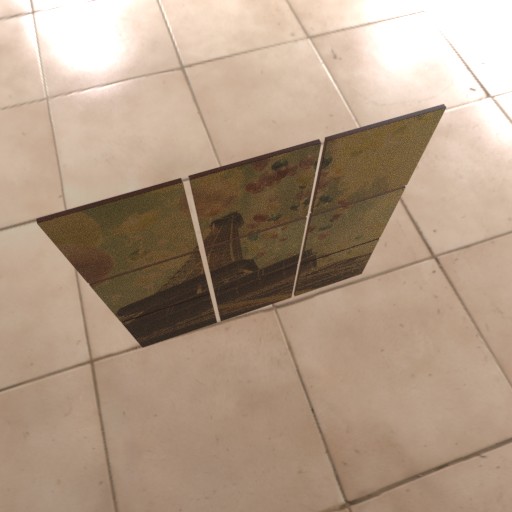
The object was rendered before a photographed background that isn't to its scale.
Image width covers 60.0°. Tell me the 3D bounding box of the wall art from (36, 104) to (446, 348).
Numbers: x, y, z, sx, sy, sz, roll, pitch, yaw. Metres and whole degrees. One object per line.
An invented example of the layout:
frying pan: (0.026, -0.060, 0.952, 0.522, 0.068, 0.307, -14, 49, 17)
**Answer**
wall art: (0.000, 0.000, 1.844, 1.256, 1.246, 0.017, -18, 64, -9)
